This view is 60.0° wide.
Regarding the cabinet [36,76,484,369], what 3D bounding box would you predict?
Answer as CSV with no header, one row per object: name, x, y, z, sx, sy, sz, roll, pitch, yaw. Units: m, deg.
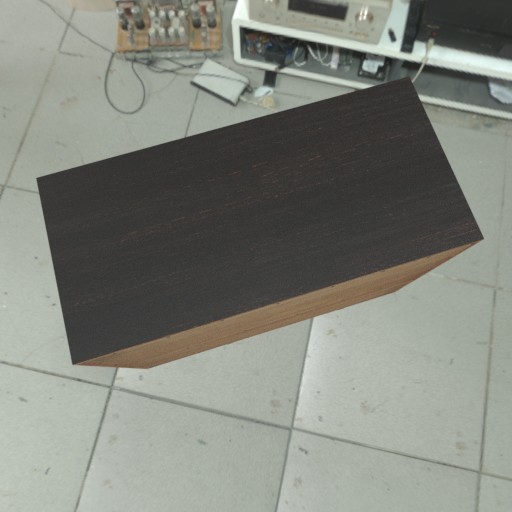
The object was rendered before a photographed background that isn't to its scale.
cabinet,0.000,0.000,1.443,0.950,0.860,0.451,-17,76,-4
